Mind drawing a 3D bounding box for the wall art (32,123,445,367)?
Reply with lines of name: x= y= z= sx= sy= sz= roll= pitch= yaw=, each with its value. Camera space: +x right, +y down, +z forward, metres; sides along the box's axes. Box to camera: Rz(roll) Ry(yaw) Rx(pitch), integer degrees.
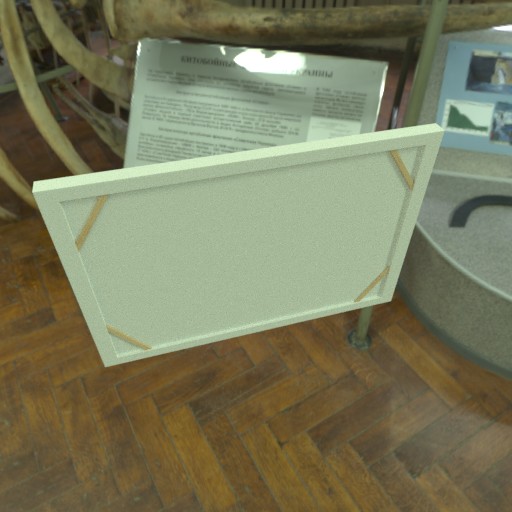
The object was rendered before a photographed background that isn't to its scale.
wall art: x=0.000 y=0.000 z=1.173 sx=0.914 sy=0.609 sz=0.038 roll=-11 pitch=44 yaw=-12
